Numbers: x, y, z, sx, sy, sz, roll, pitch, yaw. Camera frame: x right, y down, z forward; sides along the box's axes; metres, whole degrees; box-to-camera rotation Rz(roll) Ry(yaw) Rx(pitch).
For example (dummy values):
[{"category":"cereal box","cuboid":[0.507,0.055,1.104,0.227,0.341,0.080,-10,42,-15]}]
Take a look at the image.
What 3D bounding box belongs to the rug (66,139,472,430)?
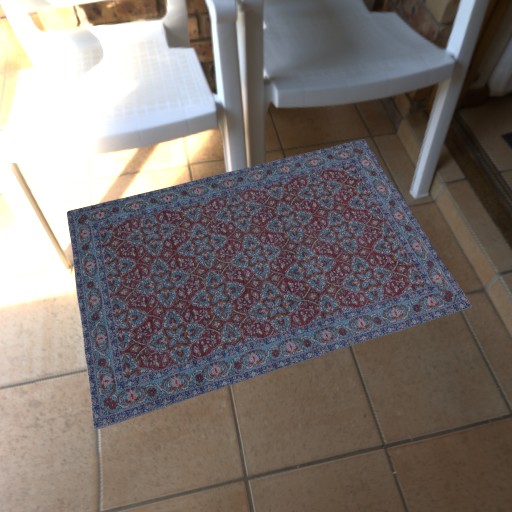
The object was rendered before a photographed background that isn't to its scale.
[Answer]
[{"category":"rug","cuboid":[0.000,0.000,2.316,1.829,0.009,1.219,-16,59,-10]}]
